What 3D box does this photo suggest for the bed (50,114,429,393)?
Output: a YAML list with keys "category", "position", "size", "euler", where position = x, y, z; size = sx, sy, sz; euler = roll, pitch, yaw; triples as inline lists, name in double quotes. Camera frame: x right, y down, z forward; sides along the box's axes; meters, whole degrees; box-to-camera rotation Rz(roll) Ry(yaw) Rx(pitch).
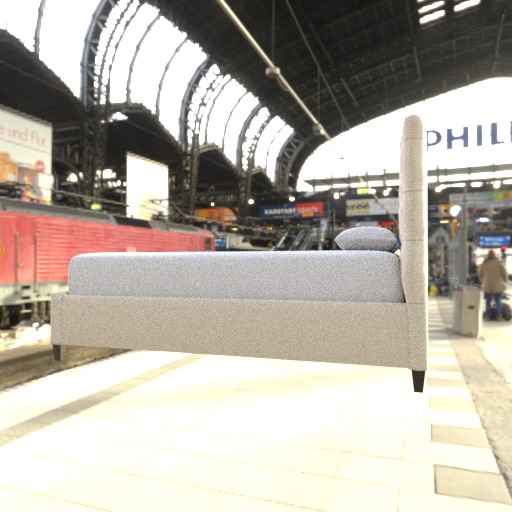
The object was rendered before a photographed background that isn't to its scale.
- category: "bed"
  position: [0.000, 0.000, 3.406]
  size: [2.387, 1.427, 1.698]
  euler: [0, -1, 18]
